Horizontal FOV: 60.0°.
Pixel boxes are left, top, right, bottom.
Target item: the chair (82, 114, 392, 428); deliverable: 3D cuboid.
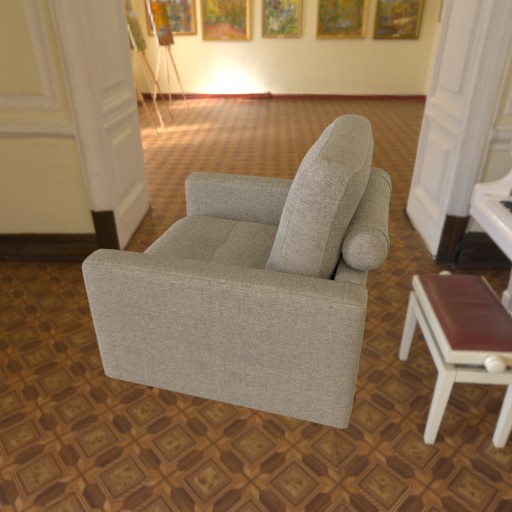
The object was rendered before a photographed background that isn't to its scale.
[{"bbox_3d":[0.000,0.000,1.535,0.843,0.880,0.821,8,30,14],"label":"chair"}]
